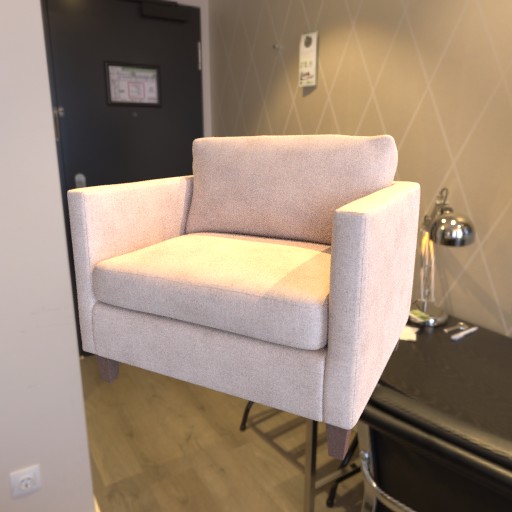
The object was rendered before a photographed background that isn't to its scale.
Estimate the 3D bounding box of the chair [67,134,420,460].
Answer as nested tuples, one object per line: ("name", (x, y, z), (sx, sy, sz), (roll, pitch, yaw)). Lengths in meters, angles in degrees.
("chair", (0.000, 0.000, 1.813), (1.133, 0.961, 0.959), (8, 16, 27))
